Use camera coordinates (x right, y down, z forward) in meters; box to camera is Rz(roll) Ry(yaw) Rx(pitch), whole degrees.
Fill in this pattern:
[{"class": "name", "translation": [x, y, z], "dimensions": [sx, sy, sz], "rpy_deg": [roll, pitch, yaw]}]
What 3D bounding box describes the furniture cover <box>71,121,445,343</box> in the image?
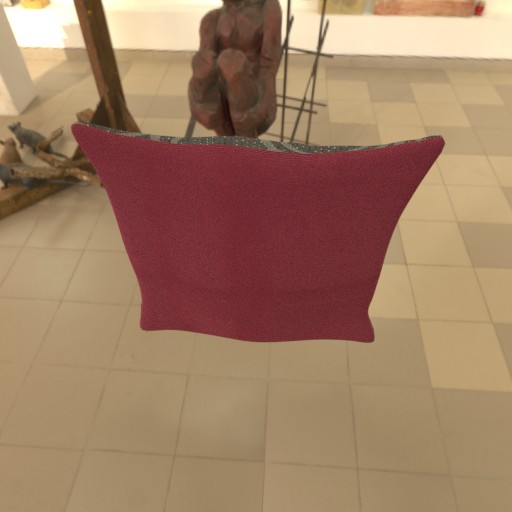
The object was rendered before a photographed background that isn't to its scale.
[{"class": "furniture cover", "translation": [0.000, 0.000, 0.793], "dimensions": [0.514, 0.513, 0.163], "rpy_deg": [3, 48, 2]}]
